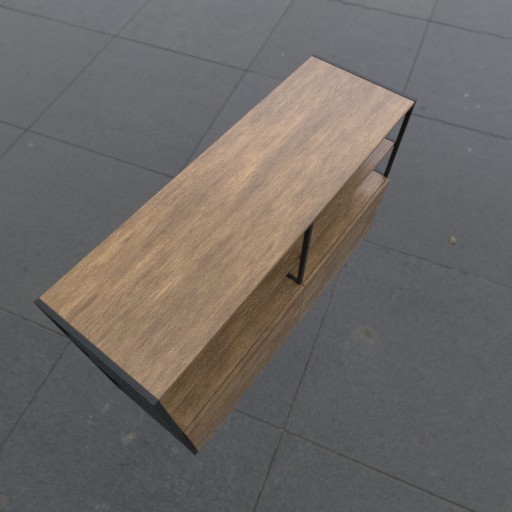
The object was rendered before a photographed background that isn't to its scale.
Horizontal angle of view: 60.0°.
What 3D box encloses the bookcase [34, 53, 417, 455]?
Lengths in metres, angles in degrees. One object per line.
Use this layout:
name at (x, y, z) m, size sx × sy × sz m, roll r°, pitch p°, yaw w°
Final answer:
bookcase at (0.000, 0.000, 1.478) m, size 0.391 × 0.712 × 1.149 m, roll 33°, pitch 64°, yaw 18°
